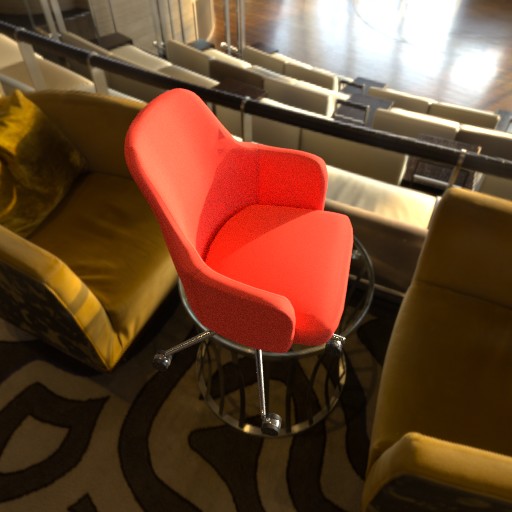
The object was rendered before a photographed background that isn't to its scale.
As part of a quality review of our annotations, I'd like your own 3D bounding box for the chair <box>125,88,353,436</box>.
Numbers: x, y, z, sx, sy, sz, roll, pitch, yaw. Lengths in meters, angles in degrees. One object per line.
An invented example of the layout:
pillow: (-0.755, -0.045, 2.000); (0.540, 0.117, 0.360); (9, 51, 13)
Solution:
chair: (0.000, 0.000, 1.262); (0.600, 0.820, 0.655); (10, 47, 10)
